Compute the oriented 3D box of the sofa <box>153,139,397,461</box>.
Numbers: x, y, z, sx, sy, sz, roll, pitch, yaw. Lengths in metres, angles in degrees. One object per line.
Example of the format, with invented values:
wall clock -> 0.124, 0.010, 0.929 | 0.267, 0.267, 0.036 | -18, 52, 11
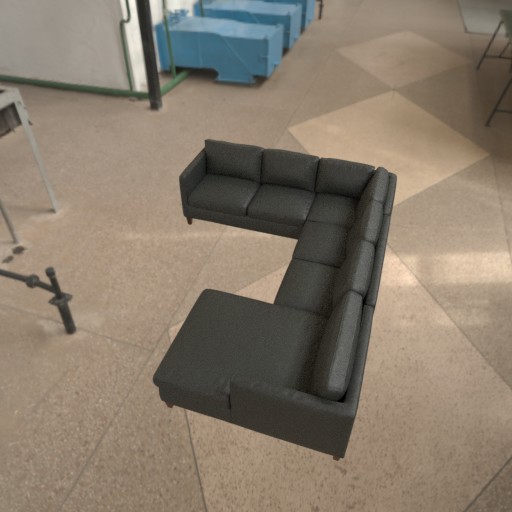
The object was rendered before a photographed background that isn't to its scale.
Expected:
sofa -> 0.000, 0.000, 4.727 | 2.593, 0.923, 3.460 | 12, 42, 14
